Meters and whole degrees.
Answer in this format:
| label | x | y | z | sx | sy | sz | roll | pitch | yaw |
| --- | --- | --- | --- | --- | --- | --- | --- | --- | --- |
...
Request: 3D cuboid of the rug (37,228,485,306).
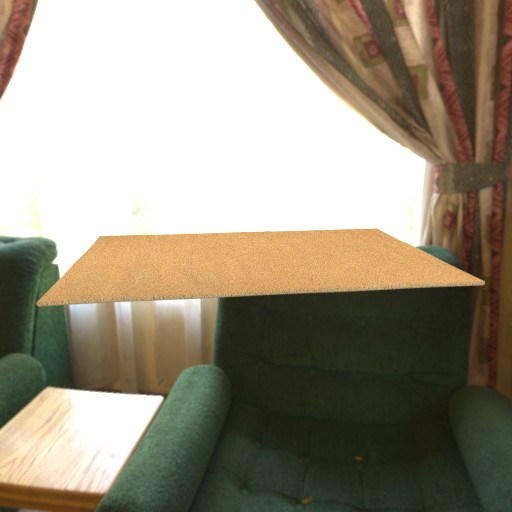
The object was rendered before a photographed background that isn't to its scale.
| label | x | y | z | sx | sy | sz | roll | pitch | yaw |
| --- | --- | --- | --- | --- | --- | --- | --- | --- | --- |
| rug | 0.000 | 0.000 | 3.013 | 2.346 | 0.025 | 1.500 | -2 | 15 | -8 |
